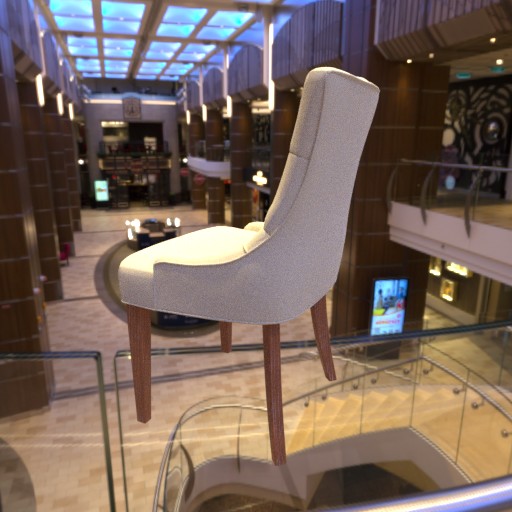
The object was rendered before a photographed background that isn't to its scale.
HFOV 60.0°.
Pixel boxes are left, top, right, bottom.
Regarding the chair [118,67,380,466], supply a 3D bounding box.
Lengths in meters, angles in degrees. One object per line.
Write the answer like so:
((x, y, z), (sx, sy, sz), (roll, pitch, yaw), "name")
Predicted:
((0.000, 0.000, 1.192), (0.565, 0.874, 0.509), (7, 17, 25), "chair")
